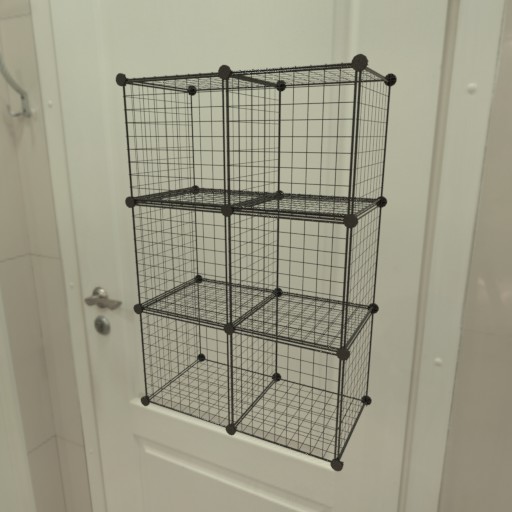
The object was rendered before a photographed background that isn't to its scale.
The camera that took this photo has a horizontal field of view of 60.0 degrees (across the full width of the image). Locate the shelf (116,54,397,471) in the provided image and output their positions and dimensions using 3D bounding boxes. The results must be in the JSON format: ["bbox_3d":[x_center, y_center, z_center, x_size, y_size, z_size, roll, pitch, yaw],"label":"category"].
[{"bbox_3d":[0.000,0.000,1.390,0.711,1.067,0.356,8,17,26],"label":"shelf"}]
